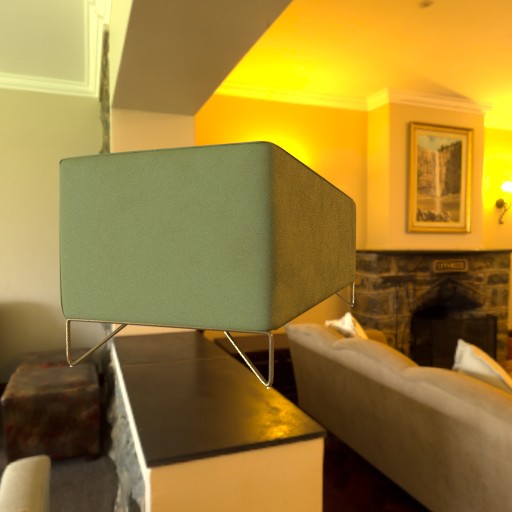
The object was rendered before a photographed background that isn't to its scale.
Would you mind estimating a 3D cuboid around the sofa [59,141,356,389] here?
[{"bbox_3d":[0.000,0.000,2.484,0.867,0.789,2.087,1,2,20],"label":"sofa"}]
